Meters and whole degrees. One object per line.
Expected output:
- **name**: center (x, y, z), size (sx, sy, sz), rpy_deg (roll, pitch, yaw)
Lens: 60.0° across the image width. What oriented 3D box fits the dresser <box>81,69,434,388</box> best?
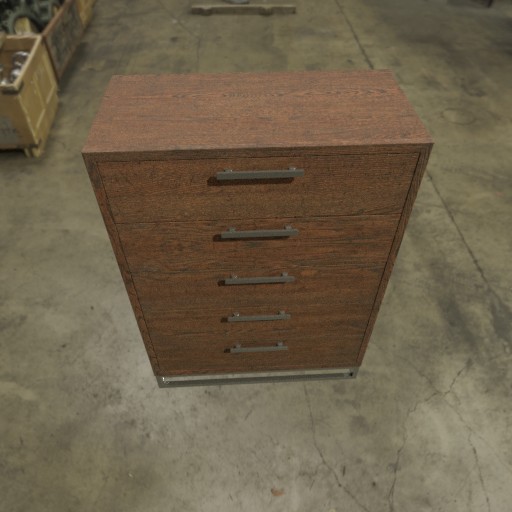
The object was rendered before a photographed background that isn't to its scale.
- **dresser**: center (0.000, 0.000, 1.840), size (0.965, 1.321, 0.508), rpy_deg (-2, 46, -2)
